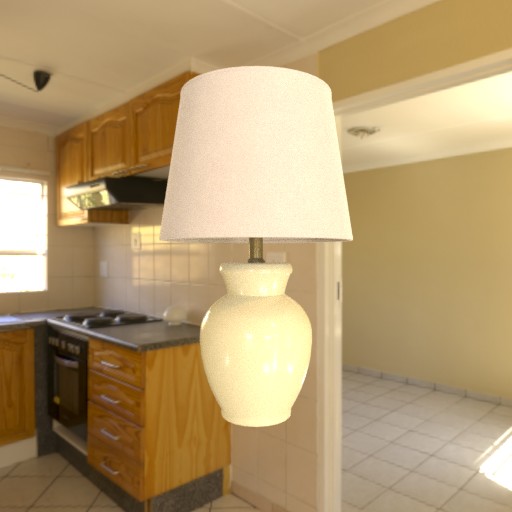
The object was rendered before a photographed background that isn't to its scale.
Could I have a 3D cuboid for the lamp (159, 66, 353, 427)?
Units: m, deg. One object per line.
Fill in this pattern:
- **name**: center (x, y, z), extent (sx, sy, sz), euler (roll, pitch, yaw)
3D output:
- **lamp**: center (0.000, 0.000, 0.559), extent (0.239, 0.399, 0.239), euler (0, 0, 0)
